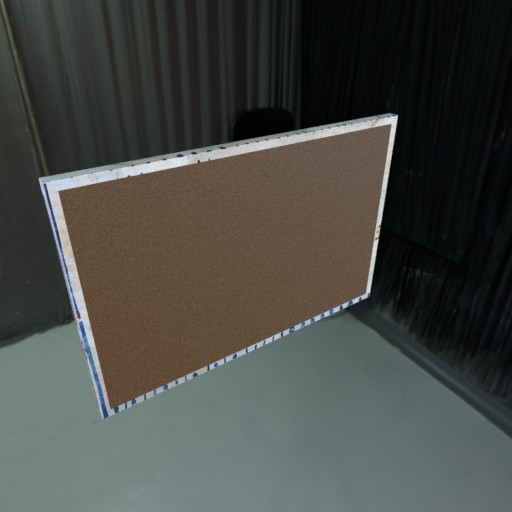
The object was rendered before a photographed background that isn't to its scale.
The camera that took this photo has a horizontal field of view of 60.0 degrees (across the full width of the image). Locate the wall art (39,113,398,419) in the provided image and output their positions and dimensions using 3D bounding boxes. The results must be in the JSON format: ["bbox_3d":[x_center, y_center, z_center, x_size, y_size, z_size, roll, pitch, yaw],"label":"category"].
[{"bbox_3d":[0.000,0.000,1.158,0.919,0.609,0.030,-19,35,-29],"label":"wall art"}]
